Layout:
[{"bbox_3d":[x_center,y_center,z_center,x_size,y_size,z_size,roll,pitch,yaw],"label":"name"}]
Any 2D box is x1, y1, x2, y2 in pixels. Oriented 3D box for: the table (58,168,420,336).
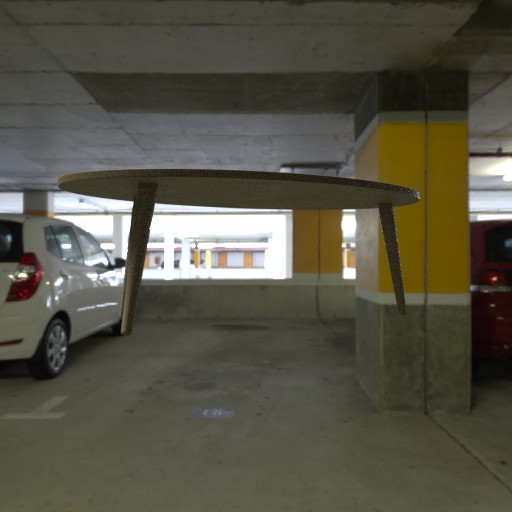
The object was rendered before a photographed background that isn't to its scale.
[{"bbox_3d":[0.000,0.000,1.318,1.083,0.390,0.542,0,-1,-18],"label":"table"}]
